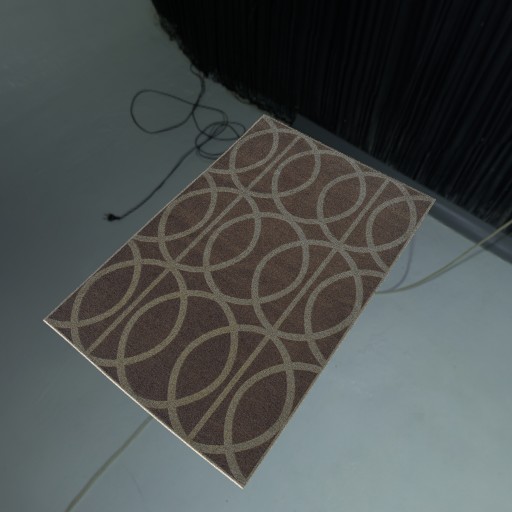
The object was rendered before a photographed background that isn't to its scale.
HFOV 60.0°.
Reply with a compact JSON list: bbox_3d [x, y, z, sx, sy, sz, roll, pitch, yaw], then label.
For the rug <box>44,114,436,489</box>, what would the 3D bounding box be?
[{"bbox_3d":[0.000,0.000,2.916,1.526,0.014,2.290,32,63,18],"label":"rug"}]
